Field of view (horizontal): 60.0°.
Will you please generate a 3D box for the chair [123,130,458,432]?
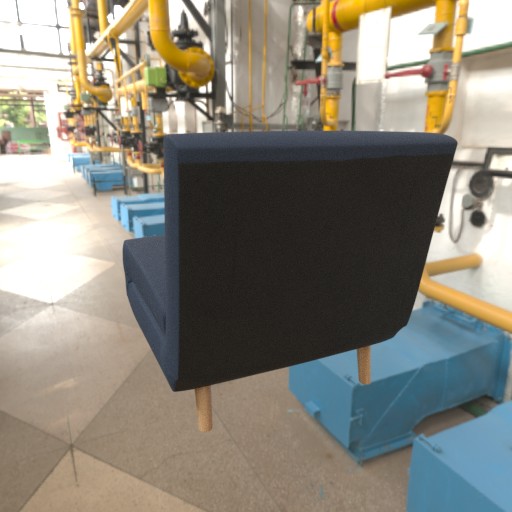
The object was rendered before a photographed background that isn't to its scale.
[{"bbox_3d":[0.000,0.000,1.481,0.770,0.808,0.900,-7,18,-24],"label":"chair"}]
